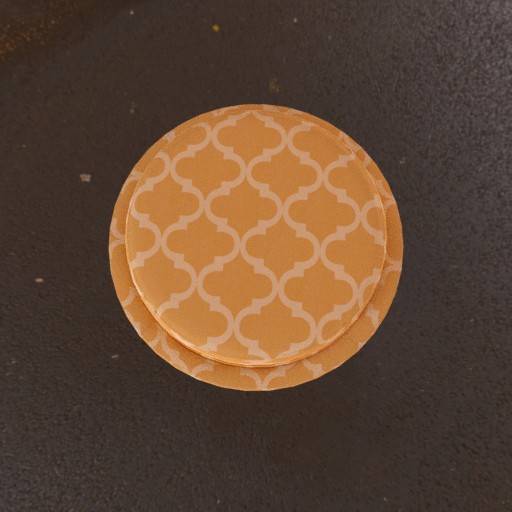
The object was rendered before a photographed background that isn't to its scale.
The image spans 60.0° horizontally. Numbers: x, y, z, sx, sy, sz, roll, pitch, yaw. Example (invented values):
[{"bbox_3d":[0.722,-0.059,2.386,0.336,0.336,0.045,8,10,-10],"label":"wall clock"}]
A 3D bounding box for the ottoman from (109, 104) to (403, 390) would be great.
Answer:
[{"bbox_3d":[0.000,0.000,0.848,0.480,0.429,0.480,0,78,0],"label":"ottoman"}]
